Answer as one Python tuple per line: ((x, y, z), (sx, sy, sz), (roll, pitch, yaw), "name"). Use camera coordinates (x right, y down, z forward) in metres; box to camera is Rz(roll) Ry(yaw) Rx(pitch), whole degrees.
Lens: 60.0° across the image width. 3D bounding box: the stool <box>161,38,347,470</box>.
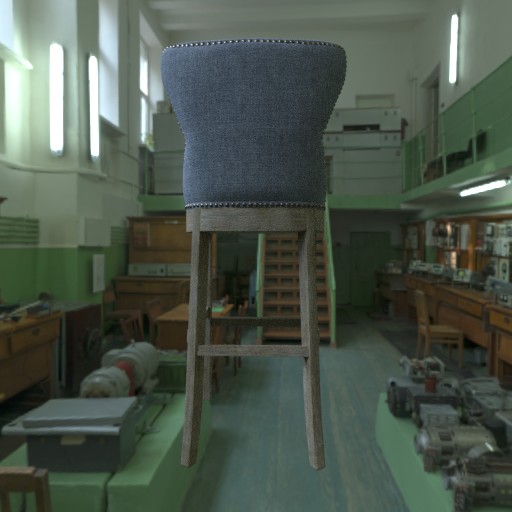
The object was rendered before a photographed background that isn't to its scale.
((0.000, 0.000, 1.390), (0.494, 1.123, 0.606), (0, 2, 2), "stool")
